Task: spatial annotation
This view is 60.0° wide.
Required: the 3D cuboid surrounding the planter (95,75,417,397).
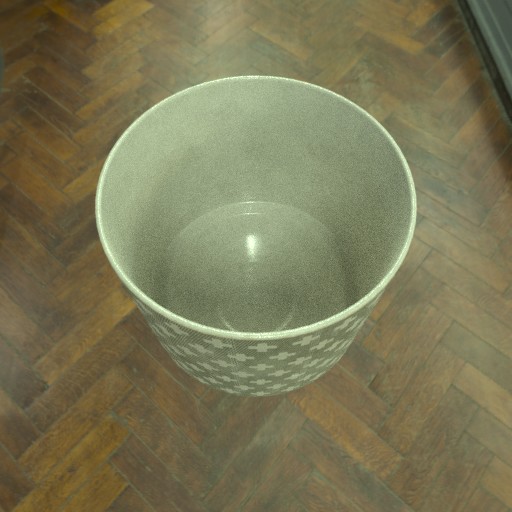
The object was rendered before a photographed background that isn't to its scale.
[{"bbox_3d":[0.000,0.000,0.344,0.190,0.181,0.190,0,62,0],"label":"planter"}]
